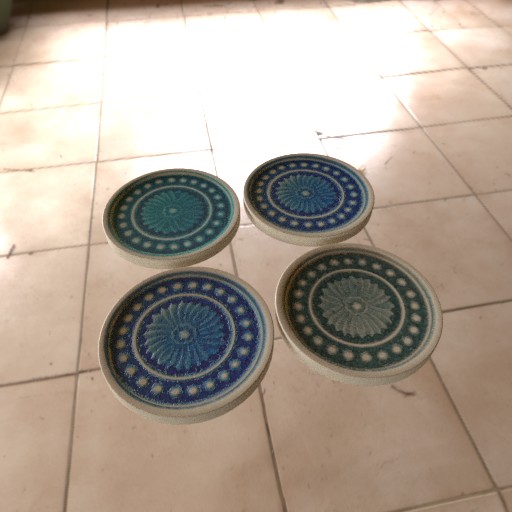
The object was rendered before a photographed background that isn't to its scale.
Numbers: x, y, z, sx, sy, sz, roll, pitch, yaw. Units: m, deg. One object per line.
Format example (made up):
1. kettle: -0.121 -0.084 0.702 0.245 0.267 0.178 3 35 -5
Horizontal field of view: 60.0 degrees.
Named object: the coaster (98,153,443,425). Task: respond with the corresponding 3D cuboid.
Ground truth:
1. coaster: 0.000 0.000 0.324 0.220 0.010 0.224 -9 48 -8
